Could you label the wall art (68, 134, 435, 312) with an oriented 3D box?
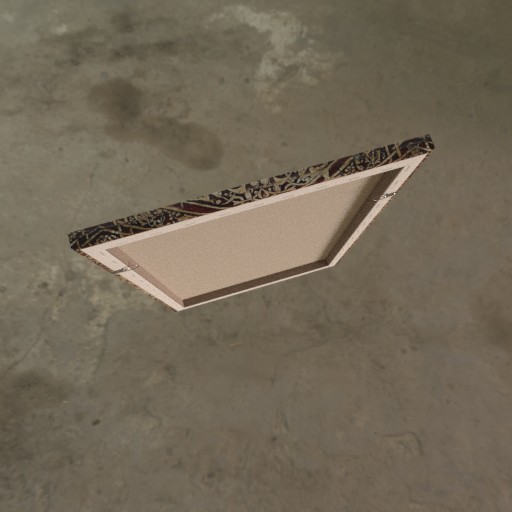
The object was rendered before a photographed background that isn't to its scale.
[{"bbox_3d":[0.000,0.000,1.142,0.599,0.904,0.030,-16,77,-4],"label":"wall art"}]
